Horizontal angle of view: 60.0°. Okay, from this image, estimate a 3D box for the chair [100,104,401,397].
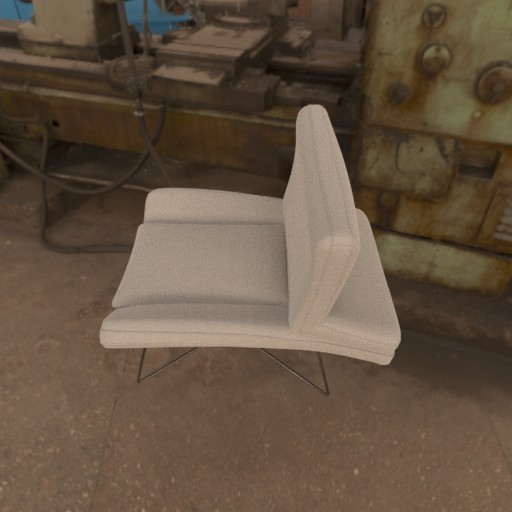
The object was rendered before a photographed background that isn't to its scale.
[{"bbox_3d":[0.000,0.000,1.694,1.008,0.855,0.859,1,41,1],"label":"chair"}]
